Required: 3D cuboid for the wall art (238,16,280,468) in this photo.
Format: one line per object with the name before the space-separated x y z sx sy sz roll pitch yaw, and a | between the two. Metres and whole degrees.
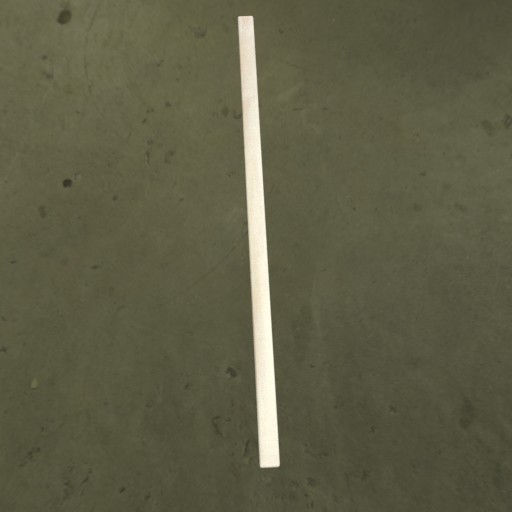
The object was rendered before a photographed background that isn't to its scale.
wall art | 0.000 0.000 1.323 0.038 0.763 1.015 -3 76 -1
